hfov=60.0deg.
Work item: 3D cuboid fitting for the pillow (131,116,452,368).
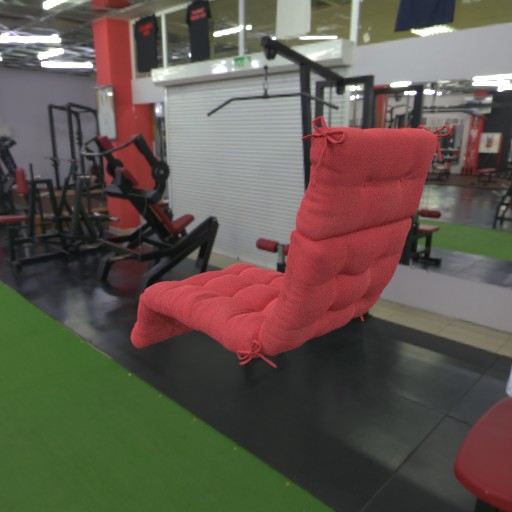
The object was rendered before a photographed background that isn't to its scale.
[{"bbox_3d":[0.000,0.000,1.491,0.526,0.863,1.016,-14,21,-42],"label":"pillow"}]
